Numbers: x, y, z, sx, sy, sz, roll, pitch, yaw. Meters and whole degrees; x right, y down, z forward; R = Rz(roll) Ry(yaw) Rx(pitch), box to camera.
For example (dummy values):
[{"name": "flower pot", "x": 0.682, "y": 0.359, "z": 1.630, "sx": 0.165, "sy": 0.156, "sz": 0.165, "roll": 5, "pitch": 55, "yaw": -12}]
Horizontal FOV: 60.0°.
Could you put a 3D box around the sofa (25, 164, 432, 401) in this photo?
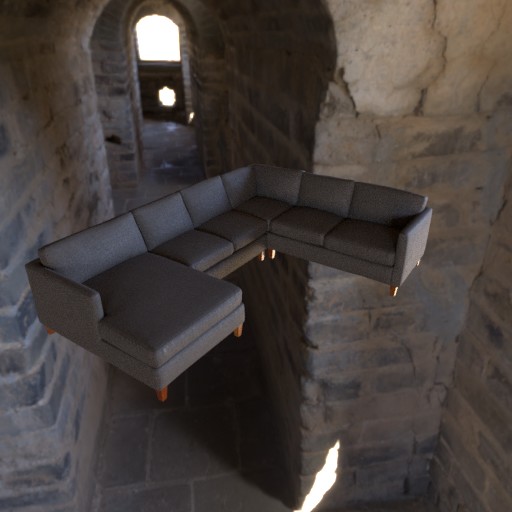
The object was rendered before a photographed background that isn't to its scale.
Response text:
[{"name": "sofa", "x": 0.000, "y": 0.000, "z": 4.562, "sx": 2.594, "sy": 0.961, "sz": 3.460, "roll": 18, "pitch": 32, "yaw": 30}]
